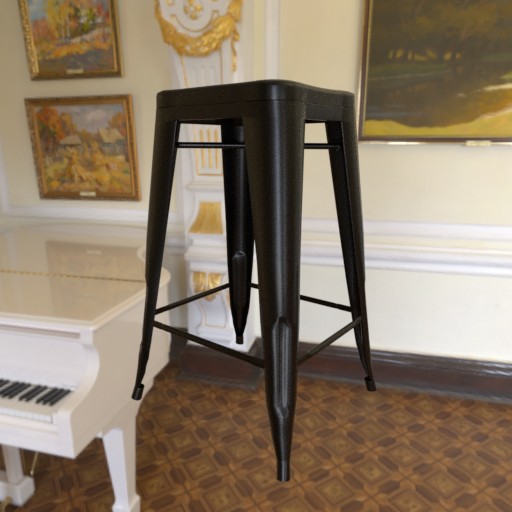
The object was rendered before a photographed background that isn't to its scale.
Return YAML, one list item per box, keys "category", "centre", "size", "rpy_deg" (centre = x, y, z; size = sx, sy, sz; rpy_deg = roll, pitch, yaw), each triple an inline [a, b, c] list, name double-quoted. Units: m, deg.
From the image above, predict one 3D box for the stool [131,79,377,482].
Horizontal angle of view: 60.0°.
- category: "stool"
  centre: [0.000, 0.000, 0.873]
  size: [0.455, 0.609, 0.423]
  rpy_deg: [7, 16, 26]
